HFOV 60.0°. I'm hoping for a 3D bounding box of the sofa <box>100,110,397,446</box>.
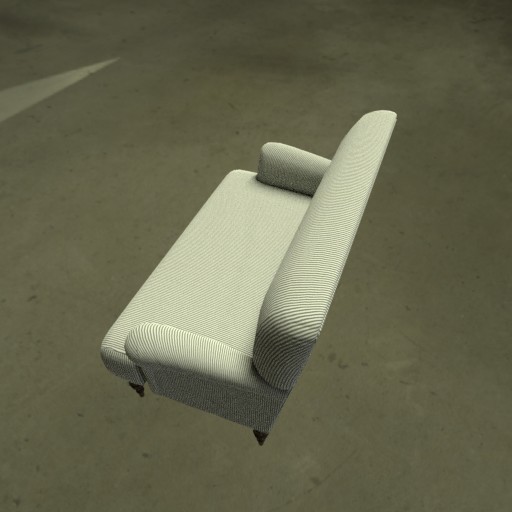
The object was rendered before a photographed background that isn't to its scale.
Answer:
[{"bbox_3d":[0.000,0.000,1.824,0.779,0.889,1.297,16,48,15],"label":"sofa"}]
